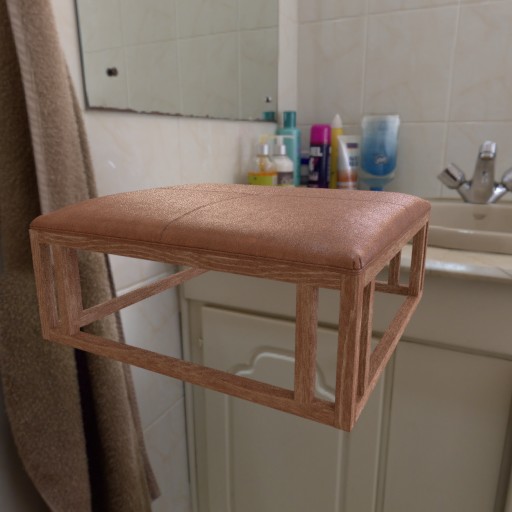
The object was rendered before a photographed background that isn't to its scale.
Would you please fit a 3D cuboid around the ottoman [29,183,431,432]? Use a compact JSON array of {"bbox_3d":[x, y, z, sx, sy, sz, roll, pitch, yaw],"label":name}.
[{"bbox_3d":[0.000,0.000,1.565,1.016,0.442,1.013,8,16,27],"label":"ottoman"}]
